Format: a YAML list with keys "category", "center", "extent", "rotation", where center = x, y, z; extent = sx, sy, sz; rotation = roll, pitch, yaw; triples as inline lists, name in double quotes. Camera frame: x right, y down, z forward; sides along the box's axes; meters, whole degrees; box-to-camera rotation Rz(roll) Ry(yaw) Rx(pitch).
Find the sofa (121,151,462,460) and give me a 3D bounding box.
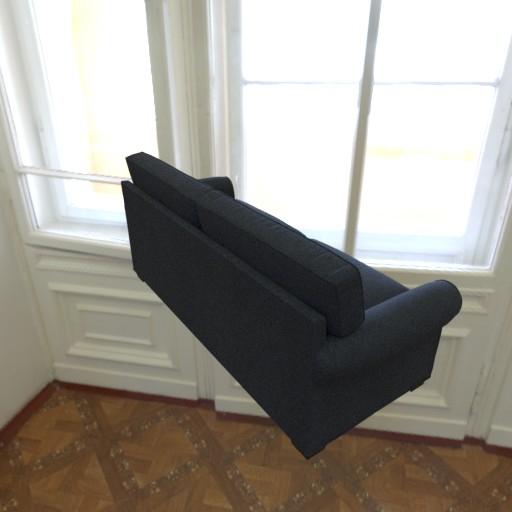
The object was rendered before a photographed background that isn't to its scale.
- category: "sofa"
  center: [0.000, 0.000, 2.886]
  extent: [0.954, 1.026, 2.391]
  rotation: [-18, 32, -31]
